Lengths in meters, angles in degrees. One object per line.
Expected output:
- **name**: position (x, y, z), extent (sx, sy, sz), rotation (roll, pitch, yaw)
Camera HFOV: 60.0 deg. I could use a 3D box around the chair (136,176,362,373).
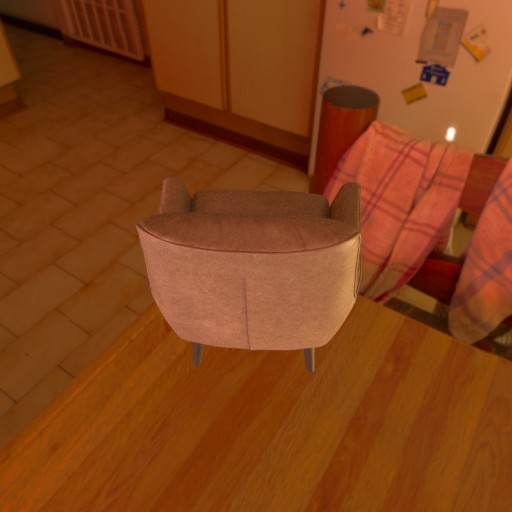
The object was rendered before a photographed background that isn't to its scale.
- **chair**: position (0.000, 0.000, 1.532), extent (0.787, 0.888, 0.824), rotation (2, 45, 2)
